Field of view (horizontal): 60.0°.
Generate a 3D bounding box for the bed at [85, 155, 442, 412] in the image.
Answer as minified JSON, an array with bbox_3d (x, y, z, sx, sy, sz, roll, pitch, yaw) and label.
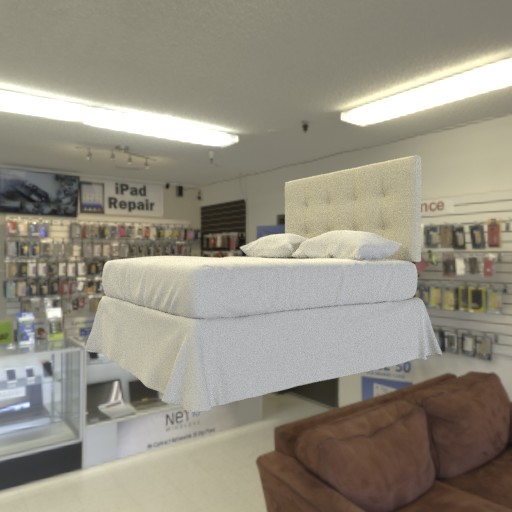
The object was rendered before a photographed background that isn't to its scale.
[{"bbox_3d":[0.000,0.000,3.548,2.222,1.577,1.936,0,1,-35],"label":"bed"}]
